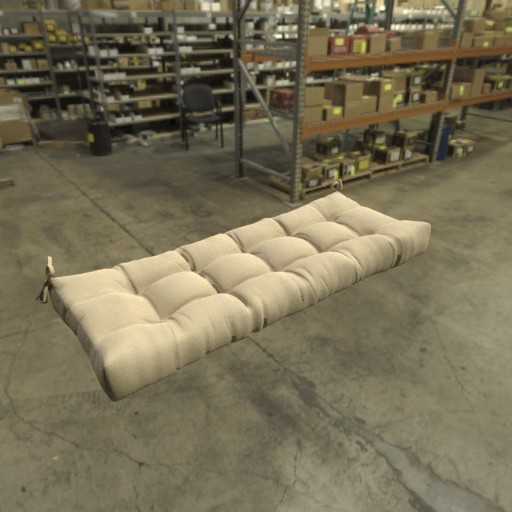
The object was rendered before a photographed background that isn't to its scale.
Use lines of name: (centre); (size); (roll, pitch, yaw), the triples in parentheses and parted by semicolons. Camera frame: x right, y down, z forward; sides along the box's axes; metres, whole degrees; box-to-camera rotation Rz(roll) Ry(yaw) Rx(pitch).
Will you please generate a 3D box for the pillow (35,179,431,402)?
pillow: (0.000, 0.000, 1.362); (1.194, 0.174, 0.511); (-20, 35, -32)
